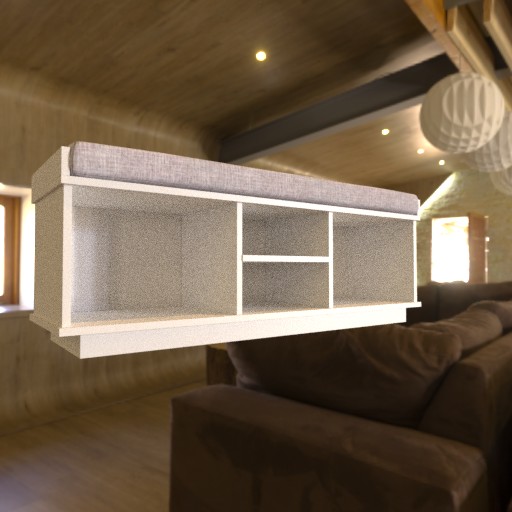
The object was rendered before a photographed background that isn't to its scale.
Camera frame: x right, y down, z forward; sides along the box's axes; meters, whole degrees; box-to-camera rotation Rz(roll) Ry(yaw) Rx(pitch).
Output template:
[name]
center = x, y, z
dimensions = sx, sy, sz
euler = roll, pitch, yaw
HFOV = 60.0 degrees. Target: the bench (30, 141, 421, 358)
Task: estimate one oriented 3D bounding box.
[bench]
center = 0.000, 0.000, 1.364
dimensions = 1.196, 0.453, 0.363
euler = 1, -2, -36
